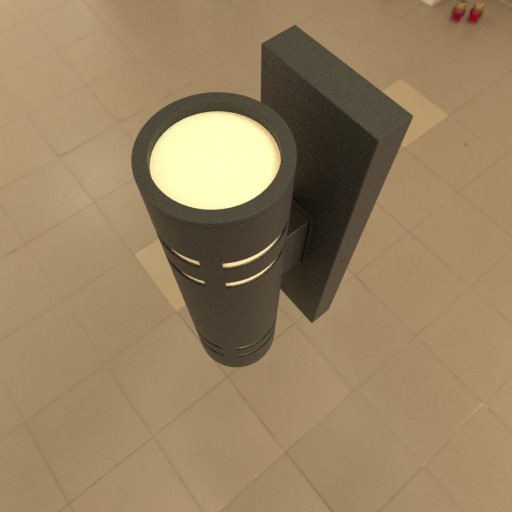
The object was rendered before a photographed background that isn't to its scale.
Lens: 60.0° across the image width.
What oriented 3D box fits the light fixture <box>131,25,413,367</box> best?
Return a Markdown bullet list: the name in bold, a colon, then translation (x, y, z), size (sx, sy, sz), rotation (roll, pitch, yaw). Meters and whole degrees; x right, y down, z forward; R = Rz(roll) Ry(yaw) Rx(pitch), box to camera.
- **light fixture**: translation (0.000, 0.000, 0.398), size (0.149, 0.330, 0.105), rotation (-36, 69, -16)
